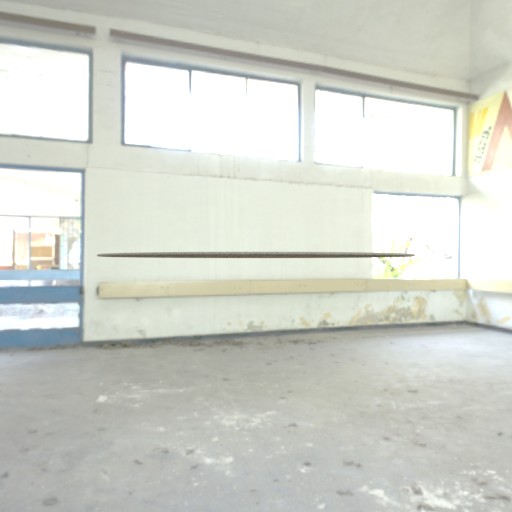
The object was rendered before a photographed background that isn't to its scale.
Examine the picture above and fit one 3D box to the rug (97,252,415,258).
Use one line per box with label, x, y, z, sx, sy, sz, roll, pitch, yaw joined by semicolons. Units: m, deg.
rug;0.000;0.000;3.523;2.382;0.014;2.382;0;-1;0
